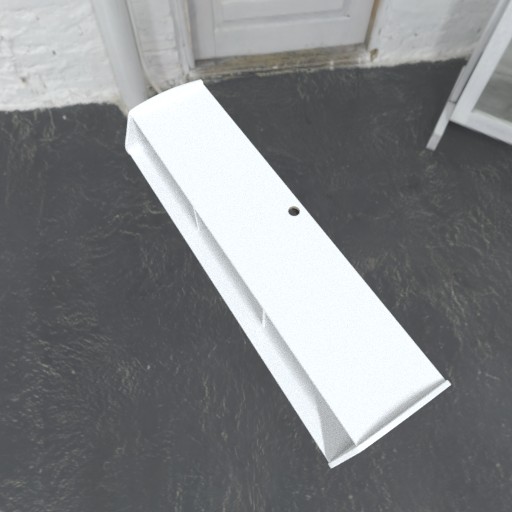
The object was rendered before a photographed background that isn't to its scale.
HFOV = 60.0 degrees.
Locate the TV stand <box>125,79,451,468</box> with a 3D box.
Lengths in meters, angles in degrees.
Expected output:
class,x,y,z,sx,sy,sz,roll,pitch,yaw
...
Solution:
class,x,y,z,sx,sy,sz,roll,pitch,yaw
TV stand,0.000,0.000,1.683,0.397,0.424,1.473,-29,66,-14
